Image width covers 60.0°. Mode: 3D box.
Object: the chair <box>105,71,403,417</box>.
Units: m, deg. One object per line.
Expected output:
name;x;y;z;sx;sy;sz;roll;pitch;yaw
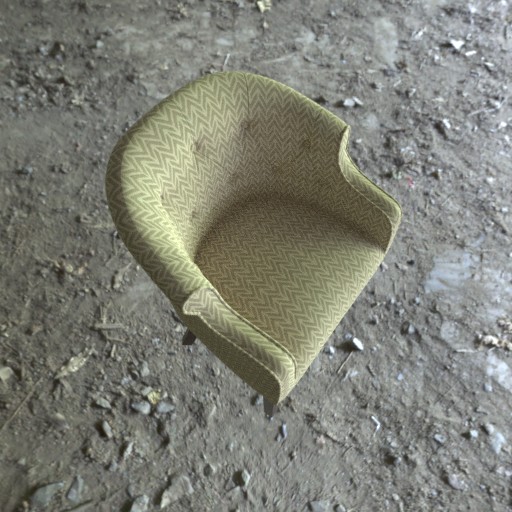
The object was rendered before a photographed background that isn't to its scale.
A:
chair;0.000;0.000;1.317;0.613;0.858;0.686;32;63;19
